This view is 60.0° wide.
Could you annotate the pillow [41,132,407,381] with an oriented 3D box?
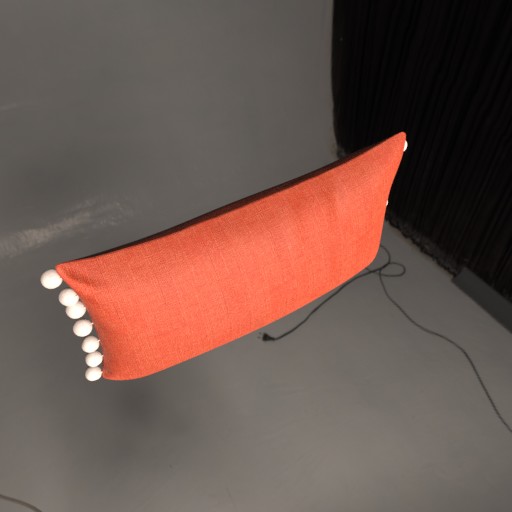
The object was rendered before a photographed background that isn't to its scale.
[{"bbox_3d":[0.000,0.000,0.830,0.709,0.322,0.201,-23,50,-21],"label":"pillow"}]
